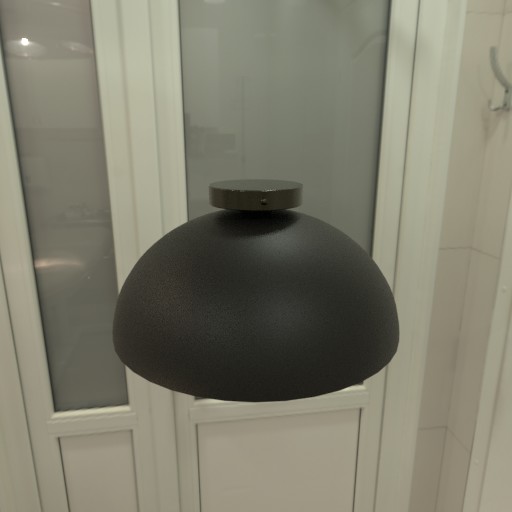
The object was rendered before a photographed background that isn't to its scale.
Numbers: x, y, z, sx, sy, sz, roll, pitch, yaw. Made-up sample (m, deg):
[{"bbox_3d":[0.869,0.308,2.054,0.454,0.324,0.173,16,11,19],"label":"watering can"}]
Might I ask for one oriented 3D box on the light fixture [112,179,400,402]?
[{"bbox_3d":[0.000,0.000,0.551,0.355,0.177,0.355,0,16,0],"label":"light fixture"}]
